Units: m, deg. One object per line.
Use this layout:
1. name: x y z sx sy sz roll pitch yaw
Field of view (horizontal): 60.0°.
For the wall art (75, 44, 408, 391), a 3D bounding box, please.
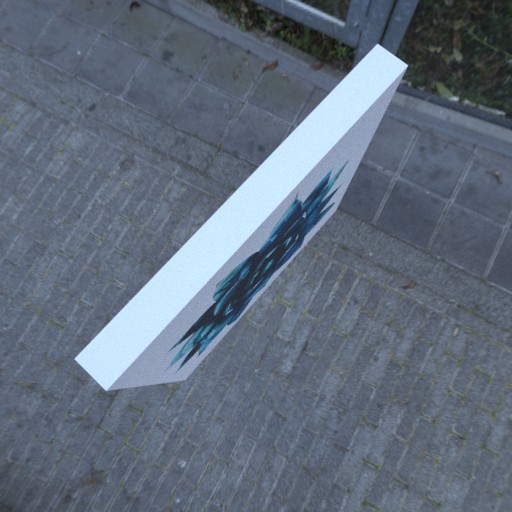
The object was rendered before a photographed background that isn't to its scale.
1. wall art: 0.000 0.000 0.594 0.038 0.406 0.406 41 79 10
